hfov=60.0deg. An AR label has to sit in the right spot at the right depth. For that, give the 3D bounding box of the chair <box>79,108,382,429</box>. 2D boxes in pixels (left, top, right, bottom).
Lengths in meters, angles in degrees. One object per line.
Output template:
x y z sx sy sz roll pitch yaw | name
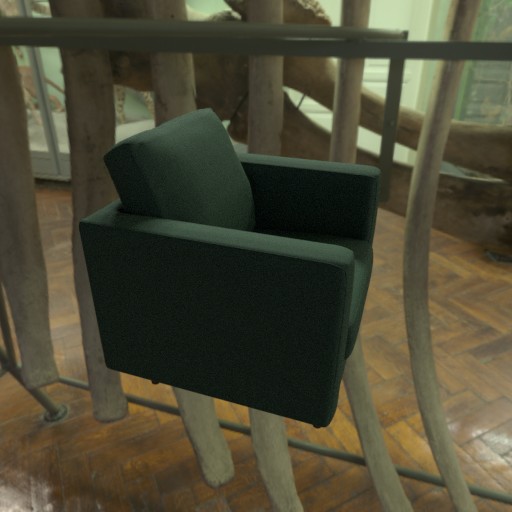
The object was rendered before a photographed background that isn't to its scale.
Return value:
0.000 0.000 1.592 0.800 0.927 0.855 9 30 17 | chair
